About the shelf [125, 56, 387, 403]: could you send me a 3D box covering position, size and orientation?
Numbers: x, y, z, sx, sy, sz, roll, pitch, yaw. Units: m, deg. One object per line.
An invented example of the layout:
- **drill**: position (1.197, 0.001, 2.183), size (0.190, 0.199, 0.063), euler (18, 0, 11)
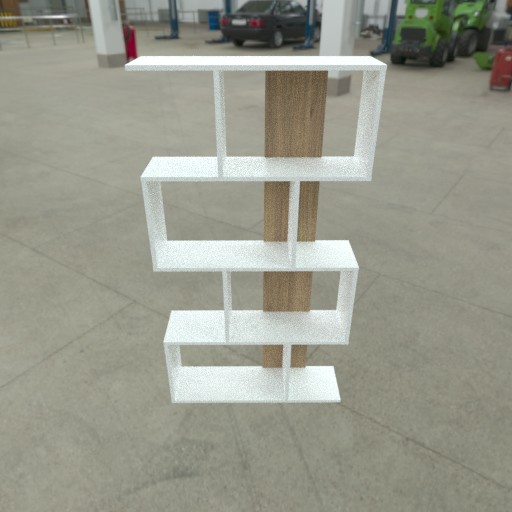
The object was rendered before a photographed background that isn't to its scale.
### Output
- **shelf**: position (0.000, 0.000, 2.029), size (0.890, 1.650, 0.250), euler (0, 31, 0)
